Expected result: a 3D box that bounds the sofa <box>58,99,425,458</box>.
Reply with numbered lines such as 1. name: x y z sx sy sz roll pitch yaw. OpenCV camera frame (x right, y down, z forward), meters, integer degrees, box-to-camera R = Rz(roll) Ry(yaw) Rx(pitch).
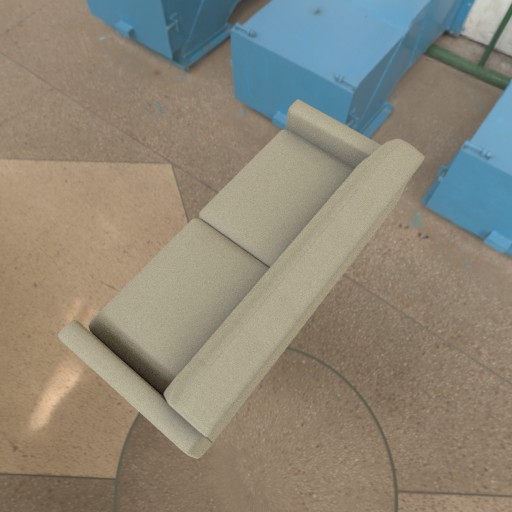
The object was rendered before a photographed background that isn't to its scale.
1. sofa: 0.000 0.000 2.674 0.980 0.892 2.137 35 68 16
